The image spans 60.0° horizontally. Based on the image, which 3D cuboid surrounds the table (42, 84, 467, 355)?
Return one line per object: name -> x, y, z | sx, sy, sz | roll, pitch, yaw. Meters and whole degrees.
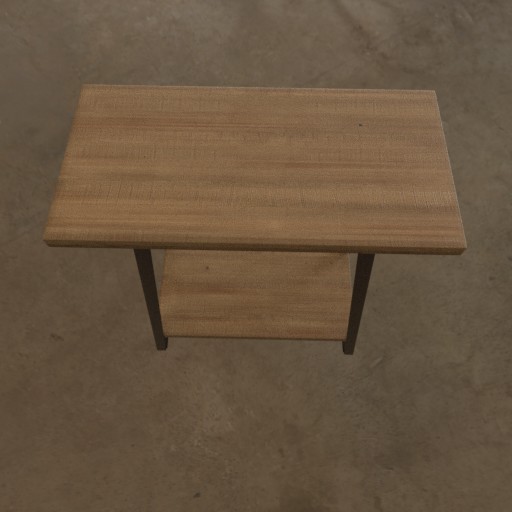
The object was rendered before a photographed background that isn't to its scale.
table -> 0.000, 0.000, 1.004 | 0.599, 0.701, 0.300 | 1, 64, 1
